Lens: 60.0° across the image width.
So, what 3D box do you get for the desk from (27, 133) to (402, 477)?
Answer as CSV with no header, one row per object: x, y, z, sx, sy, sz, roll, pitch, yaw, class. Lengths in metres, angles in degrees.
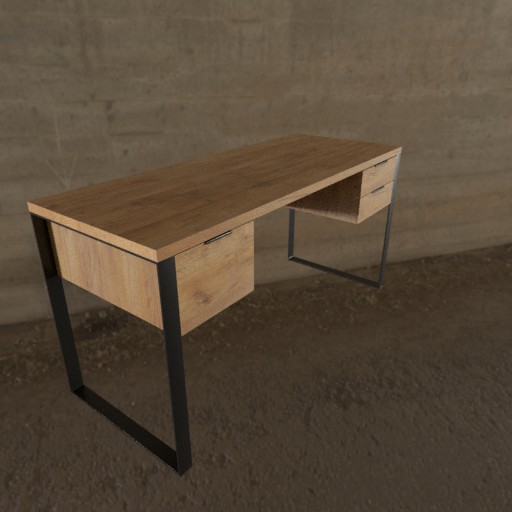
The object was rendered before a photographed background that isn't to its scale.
0.000,0.000,1.898,0.600,0.760,1.520,18,31,34,desk
